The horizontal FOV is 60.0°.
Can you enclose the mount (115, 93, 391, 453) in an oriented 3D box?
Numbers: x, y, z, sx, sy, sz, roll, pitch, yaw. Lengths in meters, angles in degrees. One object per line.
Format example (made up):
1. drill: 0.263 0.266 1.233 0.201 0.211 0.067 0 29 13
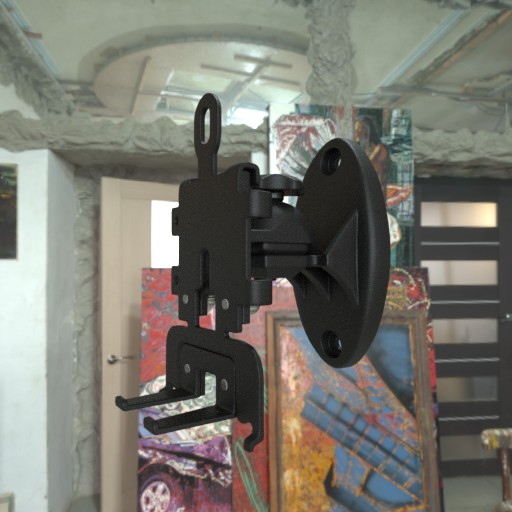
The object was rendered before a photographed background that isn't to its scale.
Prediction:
1. mount: 0.000 0.000 0.174 0.100 0.118 0.066 0 -1 -36
